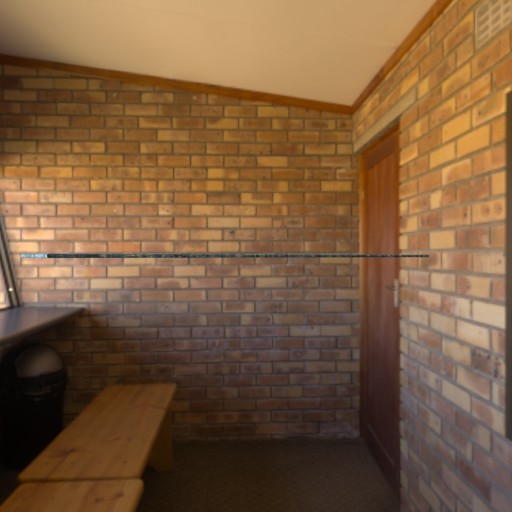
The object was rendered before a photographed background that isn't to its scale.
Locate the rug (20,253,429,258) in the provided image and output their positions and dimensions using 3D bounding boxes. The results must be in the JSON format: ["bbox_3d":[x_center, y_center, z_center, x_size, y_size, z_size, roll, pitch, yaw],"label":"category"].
[{"bbox_3d":[0.000,0.000,2.503,2.286,0.016,0.676,0,0,-35],"label":"rug"}]
